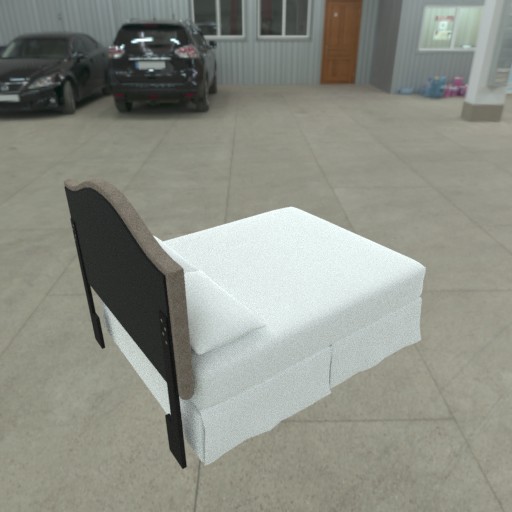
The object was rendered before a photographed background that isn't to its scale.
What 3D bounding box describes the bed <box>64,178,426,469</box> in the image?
[{"bbox_3d":[0.000,0.000,3.317,2.153,1.518,1.713,-19,33,-32],"label":"bed"}]
